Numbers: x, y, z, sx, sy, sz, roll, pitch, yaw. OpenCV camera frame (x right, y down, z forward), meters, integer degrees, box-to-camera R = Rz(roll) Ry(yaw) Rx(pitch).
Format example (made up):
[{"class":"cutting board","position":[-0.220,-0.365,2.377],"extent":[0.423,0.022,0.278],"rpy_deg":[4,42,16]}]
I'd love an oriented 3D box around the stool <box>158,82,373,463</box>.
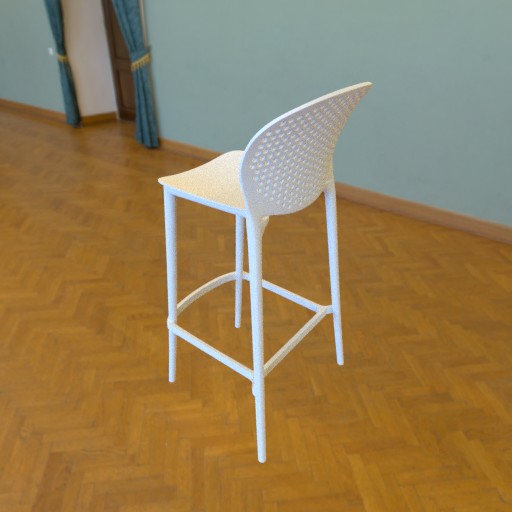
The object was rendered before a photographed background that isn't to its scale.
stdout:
[{"class":"stool","position":[0.000,0.000,1.372],"extent":[0.535,1.045,0.536],"rpy_deg":[21,36,31]}]
